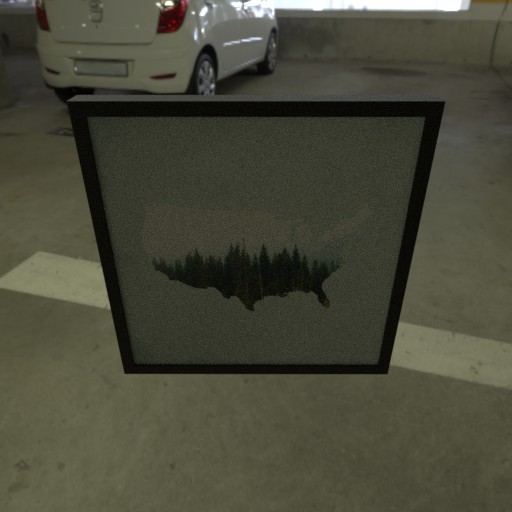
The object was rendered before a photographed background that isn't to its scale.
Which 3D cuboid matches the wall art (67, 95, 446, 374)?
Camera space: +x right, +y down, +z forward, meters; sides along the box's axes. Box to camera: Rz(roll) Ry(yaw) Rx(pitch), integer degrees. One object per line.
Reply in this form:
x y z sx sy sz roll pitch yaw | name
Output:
0.000 0.000 0.743 0.509 0.509 0.040 0 31 0 | wall art
